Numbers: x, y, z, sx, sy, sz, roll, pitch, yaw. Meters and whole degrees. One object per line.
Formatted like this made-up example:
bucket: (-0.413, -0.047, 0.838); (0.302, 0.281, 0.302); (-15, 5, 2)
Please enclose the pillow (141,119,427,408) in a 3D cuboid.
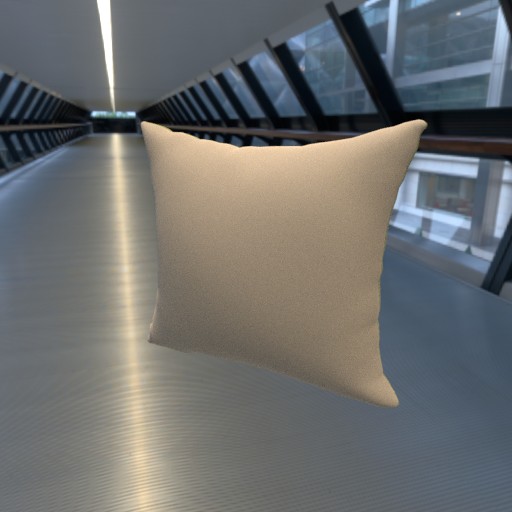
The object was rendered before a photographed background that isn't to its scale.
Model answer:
pillow: (0.000, 0.000, 0.829); (0.560, 0.487, 0.229); (8, 17, 26)
